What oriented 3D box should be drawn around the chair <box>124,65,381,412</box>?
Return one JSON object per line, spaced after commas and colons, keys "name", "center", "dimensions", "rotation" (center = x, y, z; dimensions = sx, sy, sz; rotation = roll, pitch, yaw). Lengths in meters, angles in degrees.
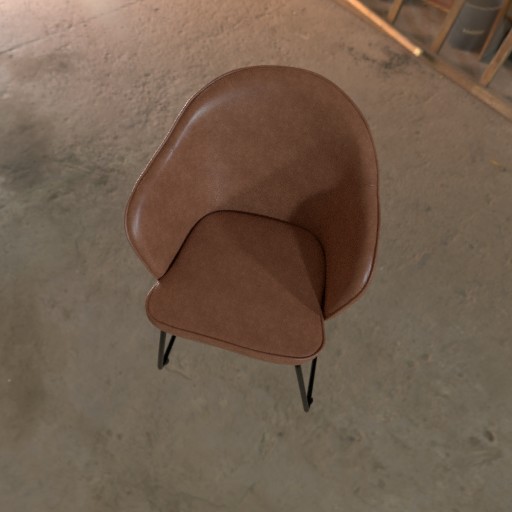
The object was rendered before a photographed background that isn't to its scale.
{"name": "chair", "center": [0.000, 0.000, 1.219], "dimensions": [0.582, 0.785, 0.580], "rotation": [13, 60, 8]}
